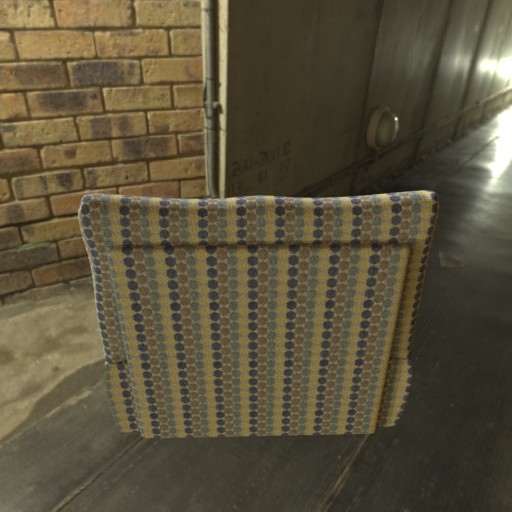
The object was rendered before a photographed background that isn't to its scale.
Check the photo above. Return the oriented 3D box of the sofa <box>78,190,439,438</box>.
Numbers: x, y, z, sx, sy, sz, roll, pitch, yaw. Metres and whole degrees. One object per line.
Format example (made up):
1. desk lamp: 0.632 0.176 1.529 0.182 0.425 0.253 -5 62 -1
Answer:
1. sofa: 0.000 0.000 1.672 0.930 0.830 1.000 -1 29 -1
